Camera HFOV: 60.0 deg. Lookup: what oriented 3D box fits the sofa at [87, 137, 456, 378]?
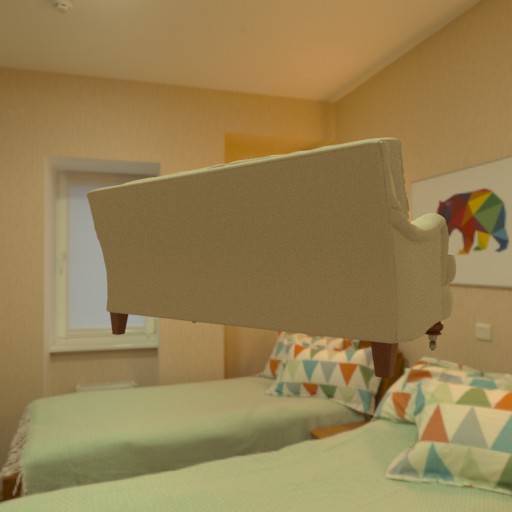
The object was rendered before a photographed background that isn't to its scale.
[{"bbox_3d":[0.000,0.000,2.799,2.159,1.087,1.086,-1,-1,38],"label":"sofa"}]
